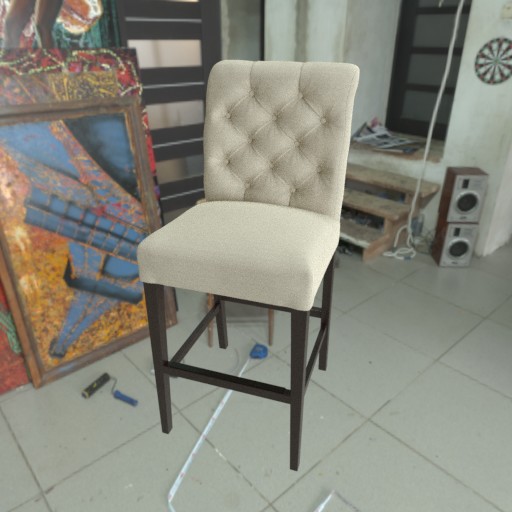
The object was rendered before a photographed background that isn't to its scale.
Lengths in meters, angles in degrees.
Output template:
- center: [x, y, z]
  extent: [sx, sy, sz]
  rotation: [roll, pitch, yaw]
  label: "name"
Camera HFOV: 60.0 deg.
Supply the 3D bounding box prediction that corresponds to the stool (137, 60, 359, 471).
- center: [0.000, 0.000, 1.408]
  extent: [0.482, 1.118, 0.610]
  rotation: [8, 27, 17]
  label: "stool"
